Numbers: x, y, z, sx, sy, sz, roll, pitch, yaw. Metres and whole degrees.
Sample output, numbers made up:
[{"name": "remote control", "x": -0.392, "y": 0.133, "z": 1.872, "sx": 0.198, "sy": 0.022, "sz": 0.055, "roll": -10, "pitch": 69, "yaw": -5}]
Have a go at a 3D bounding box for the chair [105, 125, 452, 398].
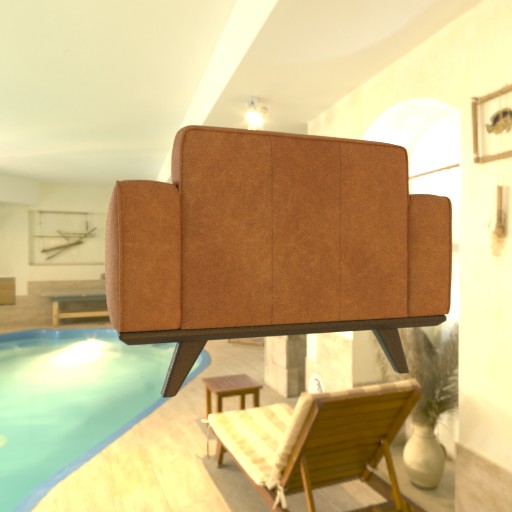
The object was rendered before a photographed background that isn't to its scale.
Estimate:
[{"name": "chair", "x": 0.000, "y": 0.000, "z": 1.739, "sx": 1.118, "sy": 0.782, "sz": 0.952, "roll": 0, "pitch": 1, "yaw": -18}]
